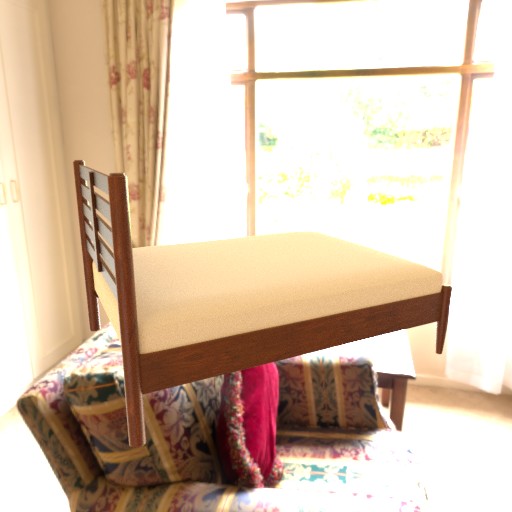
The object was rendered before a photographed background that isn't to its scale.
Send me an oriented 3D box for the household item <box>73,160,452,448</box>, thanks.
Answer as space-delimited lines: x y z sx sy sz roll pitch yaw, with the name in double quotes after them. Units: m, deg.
0.000 0.000 3.243 2.232 1.356 1.663 -7 16 -26 "household item"
